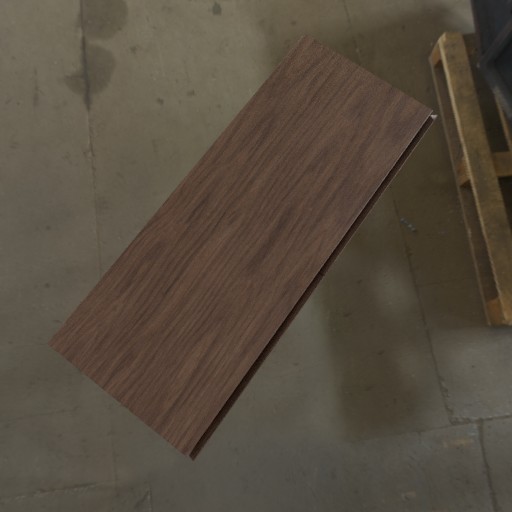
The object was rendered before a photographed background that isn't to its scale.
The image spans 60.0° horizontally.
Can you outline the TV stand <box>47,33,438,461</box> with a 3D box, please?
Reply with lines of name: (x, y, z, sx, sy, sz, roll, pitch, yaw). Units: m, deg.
TV stand: (0.000, 0.000, 1.353, 0.405, 0.660, 0.990, 35, 78, 8)
